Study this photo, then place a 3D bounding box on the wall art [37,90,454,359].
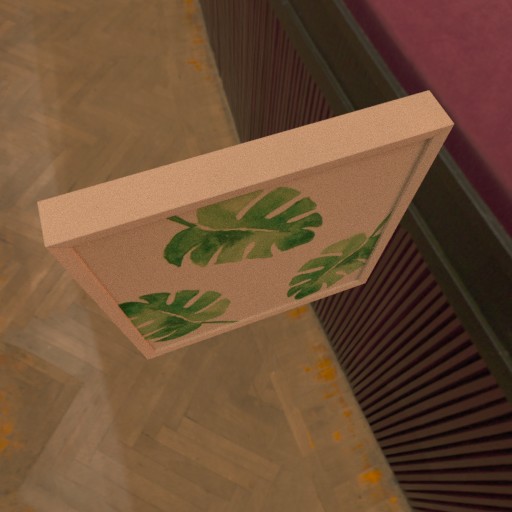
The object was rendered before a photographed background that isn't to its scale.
[{"bbox_3d":[0.000,0.000,0.454,0.305,0.305,0.038,-18,65,-9],"label":"wall art"}]
